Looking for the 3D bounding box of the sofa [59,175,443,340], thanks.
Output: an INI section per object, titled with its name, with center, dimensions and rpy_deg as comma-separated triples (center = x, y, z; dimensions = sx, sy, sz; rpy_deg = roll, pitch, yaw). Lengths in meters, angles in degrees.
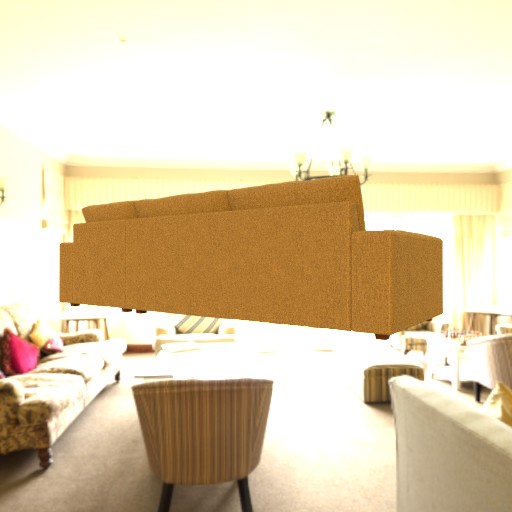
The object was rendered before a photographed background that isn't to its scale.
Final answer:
[sofa]
center = 0.000, 0.000, 3.476
dimensions = 2.718, 0.813, 1.689
rpy_deg = 0, -1, 36
